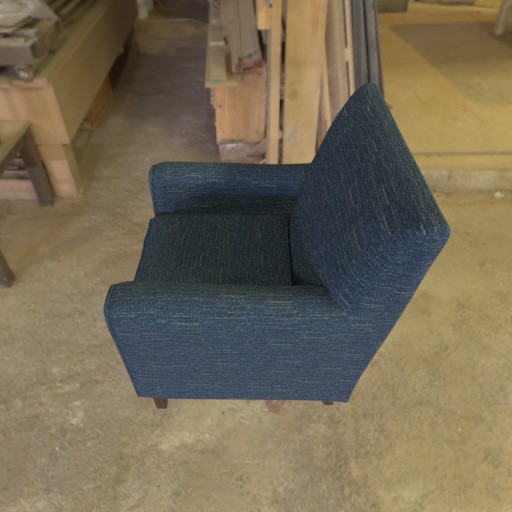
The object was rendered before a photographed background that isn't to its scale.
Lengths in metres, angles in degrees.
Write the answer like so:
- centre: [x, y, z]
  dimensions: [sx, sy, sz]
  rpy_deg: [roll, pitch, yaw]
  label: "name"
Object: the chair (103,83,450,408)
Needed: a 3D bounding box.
- centre: [0.000, 0.000, 1.597]
  dimensions: [0.873, 0.928, 0.864]
  rpy_deg: [0, 42, 0]
  label: "chair"
